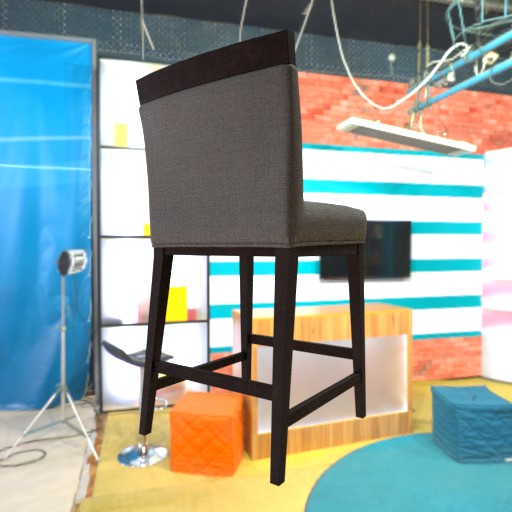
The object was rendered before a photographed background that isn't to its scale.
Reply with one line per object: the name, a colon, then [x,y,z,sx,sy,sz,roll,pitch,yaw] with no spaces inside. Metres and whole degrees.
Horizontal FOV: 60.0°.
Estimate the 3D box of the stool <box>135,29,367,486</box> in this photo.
stool: [0.000,0.000,1.310,0.512,1.009,0.531,1,1,36]
